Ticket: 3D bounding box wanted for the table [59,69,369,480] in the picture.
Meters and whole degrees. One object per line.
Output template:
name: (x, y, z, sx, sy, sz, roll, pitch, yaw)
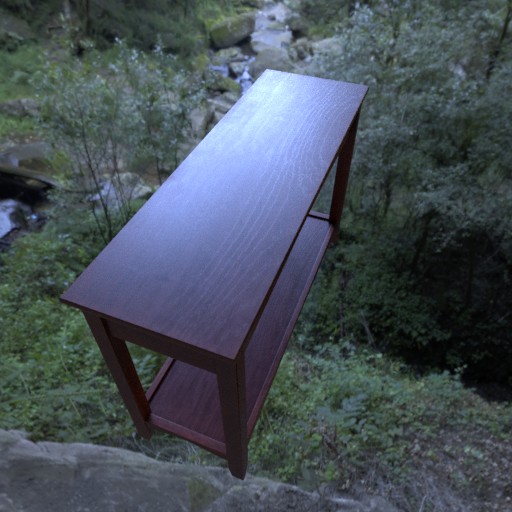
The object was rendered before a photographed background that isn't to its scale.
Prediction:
table: (0.000, 0.000, 1.496, 0.392, 0.739, 1.188, 16, 48, 15)
